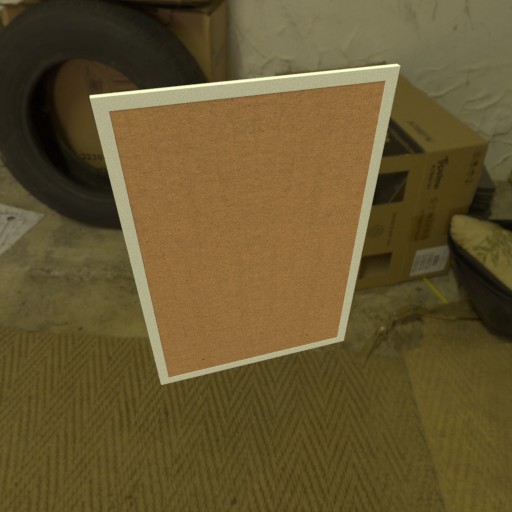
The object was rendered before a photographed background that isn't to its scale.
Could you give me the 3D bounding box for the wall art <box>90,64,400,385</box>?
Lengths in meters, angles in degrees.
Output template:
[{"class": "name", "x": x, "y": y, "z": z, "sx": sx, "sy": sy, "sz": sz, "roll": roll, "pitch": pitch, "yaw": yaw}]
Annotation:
[{"class": "wall art", "x": 0.000, "y": 0.000, "z": 1.232, "sx": 0.660, "sy": 0.965, "sz": 0.015, "roll": -11, "pitch": 42, "yaw": -12}]
